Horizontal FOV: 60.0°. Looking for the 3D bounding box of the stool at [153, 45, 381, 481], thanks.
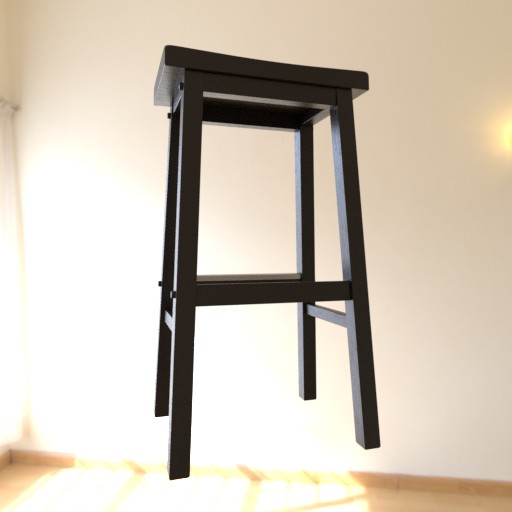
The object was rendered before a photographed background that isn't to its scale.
[{"bbox_3d":[0.000,0.000,0.945,0.406,0.742,0.322,0,1,-18],"label":"stool"}]
